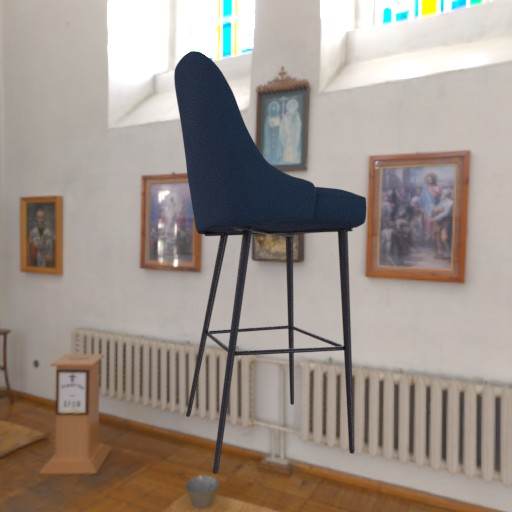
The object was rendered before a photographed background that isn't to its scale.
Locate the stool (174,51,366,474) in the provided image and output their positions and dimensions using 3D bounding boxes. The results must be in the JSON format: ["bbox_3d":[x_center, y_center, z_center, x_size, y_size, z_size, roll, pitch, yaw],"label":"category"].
[{"bbox_3d":[0.000,0.000,1.349,0.489,1.079,0.527,0,0,-18],"label":"stool"}]
